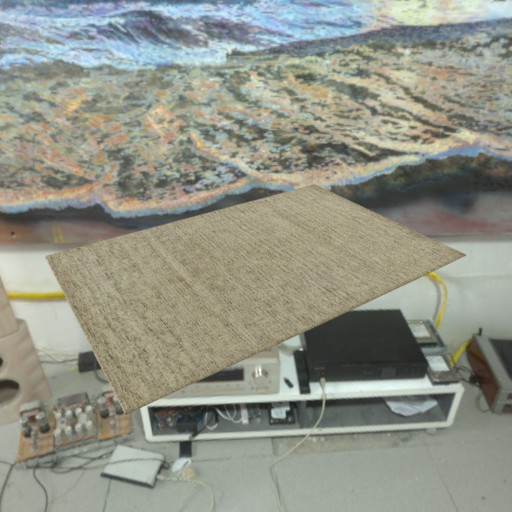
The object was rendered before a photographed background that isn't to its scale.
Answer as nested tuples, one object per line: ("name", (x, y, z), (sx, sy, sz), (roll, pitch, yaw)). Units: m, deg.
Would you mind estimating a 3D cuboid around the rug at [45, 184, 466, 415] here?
("rug", (0.000, 0.000, 2.299), (1.822, 0.018, 1.211), (-19, 35, -29))
